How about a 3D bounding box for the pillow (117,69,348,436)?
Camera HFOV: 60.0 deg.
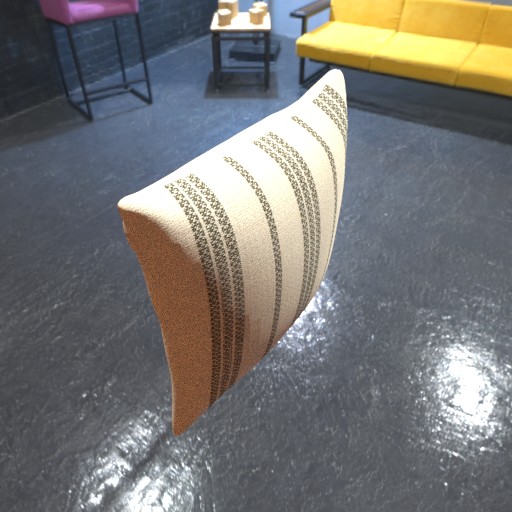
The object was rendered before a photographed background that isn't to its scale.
[{"bbox_3d":[0.000,0.000,0.629,0.173,0.406,0.405,25,48,25],"label":"pillow"}]
